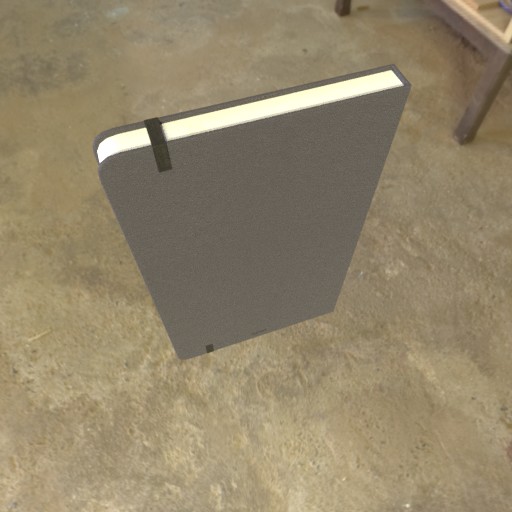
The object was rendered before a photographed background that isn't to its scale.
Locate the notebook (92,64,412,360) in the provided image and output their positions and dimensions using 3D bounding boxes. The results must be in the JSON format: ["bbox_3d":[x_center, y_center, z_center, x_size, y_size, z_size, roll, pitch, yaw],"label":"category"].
[{"bbox_3d":[0.000,0.000,0.259,0.127,0.213,0.016,-16,59,-10],"label":"notebook"}]
